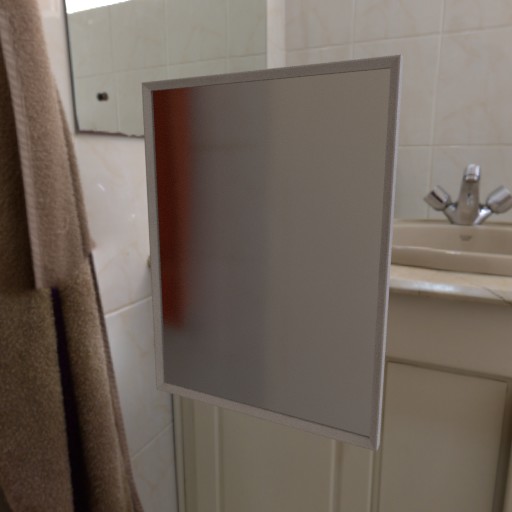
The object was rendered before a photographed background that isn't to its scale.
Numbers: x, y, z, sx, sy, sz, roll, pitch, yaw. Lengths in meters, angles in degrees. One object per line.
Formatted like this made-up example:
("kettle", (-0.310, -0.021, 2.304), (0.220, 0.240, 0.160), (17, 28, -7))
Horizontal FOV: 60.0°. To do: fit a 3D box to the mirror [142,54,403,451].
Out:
("mirror", (0.000, 0.000, 1.299), (0.762, 1.016, 0.041), (6, 13, 26))
